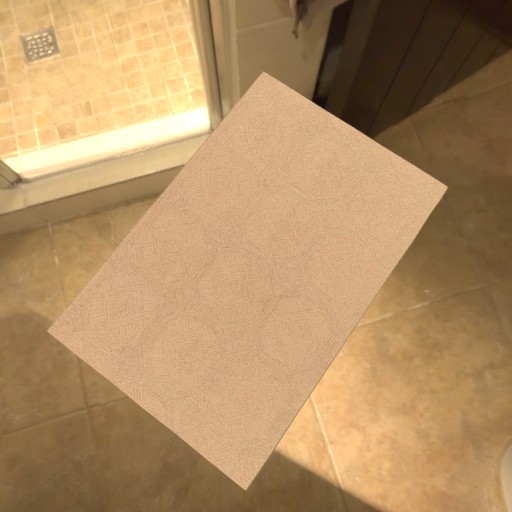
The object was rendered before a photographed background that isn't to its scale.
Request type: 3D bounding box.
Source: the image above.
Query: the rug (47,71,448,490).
[{"bbox_3d":[0.000,0.000,2.291,1.236,0.009,1.839,35,78,8],"label":"rug"}]
